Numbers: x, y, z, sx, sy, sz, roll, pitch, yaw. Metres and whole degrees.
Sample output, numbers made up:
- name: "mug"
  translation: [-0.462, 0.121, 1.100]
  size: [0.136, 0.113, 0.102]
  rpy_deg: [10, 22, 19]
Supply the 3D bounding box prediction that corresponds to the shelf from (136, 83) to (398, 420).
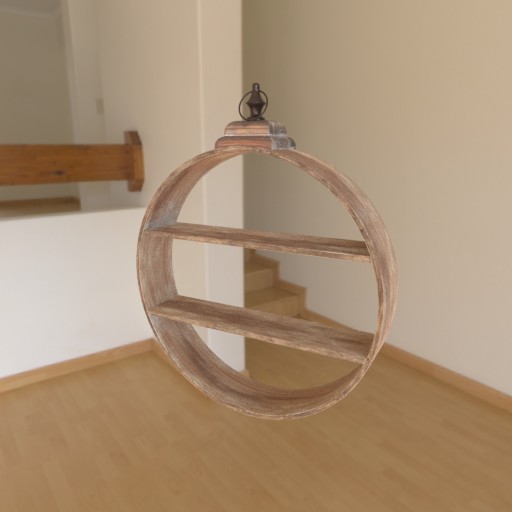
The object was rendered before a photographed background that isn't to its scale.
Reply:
- name: "shelf"
  translation: [0.000, 0.000, 0.988]
  size: [0.601, 0.725, 0.125]
  rpy_deg: [8, 16, 28]
